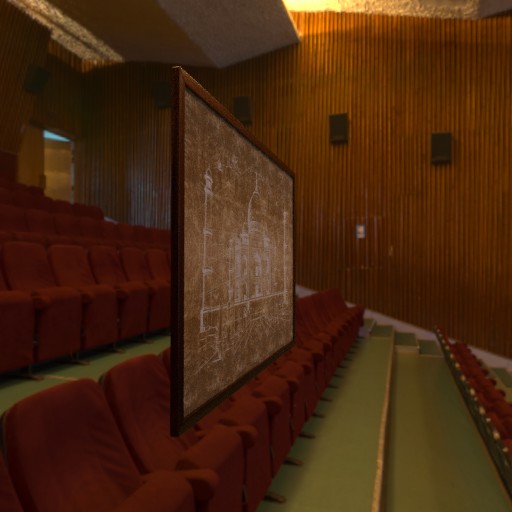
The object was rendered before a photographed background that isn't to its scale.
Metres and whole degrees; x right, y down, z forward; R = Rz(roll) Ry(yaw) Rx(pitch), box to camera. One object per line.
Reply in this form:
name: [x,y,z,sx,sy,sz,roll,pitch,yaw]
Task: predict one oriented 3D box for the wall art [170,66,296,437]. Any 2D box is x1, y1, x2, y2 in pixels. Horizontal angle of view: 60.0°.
wall art: [0.000,0.000,1.057,0.014,0.559,0.816,0,-1,17]
